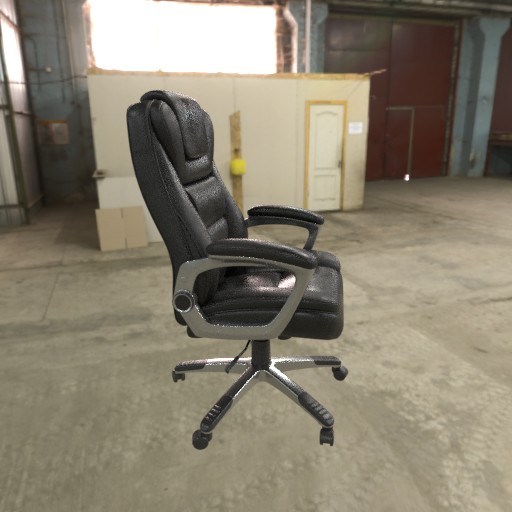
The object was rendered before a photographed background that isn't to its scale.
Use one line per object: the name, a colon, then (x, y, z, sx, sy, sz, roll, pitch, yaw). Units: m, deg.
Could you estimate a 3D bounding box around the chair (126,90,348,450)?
chair: (0.000, 0.000, 1.531, 0.689, 1.075, 0.697, 3, 16, 10)
